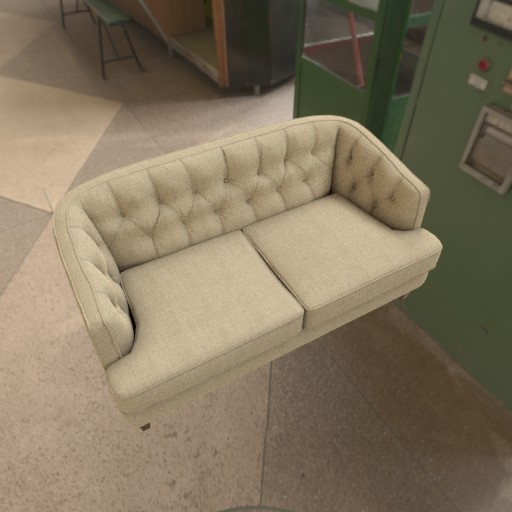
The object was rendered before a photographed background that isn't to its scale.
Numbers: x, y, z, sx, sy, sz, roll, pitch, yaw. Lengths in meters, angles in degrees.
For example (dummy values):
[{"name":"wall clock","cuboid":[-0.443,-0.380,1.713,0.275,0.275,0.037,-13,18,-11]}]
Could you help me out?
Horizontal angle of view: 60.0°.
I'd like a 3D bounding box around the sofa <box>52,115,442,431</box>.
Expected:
[{"name":"sofa","cuboid":[0.000,0.000,2.256,1.733,0.855,0.941,-22,49,-20]}]
